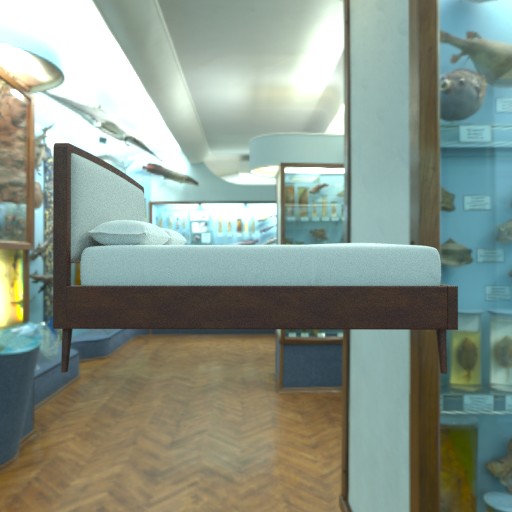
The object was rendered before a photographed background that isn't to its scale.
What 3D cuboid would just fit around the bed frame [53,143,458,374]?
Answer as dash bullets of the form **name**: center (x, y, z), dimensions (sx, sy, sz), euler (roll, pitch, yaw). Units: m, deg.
- **bed frame**: center (0.000, 0.000, 3.170), dimensions (2.171, 1.279, 1.587), euler (0, 0, 1)
